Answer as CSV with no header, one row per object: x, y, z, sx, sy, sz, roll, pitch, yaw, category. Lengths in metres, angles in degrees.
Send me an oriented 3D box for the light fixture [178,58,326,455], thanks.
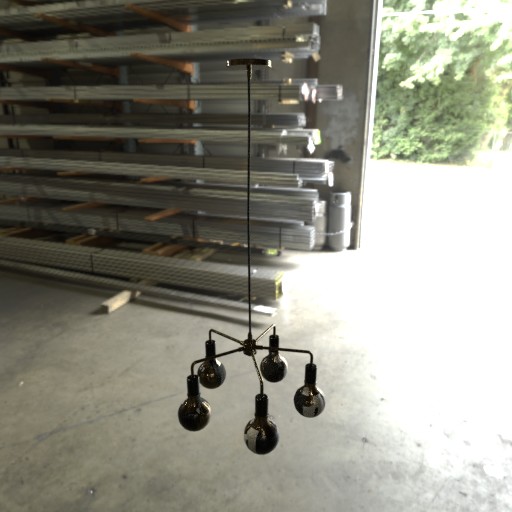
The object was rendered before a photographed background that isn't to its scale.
0.000,0.000,1.220,0.421,0.988,0.438,2,17,7,light fixture
